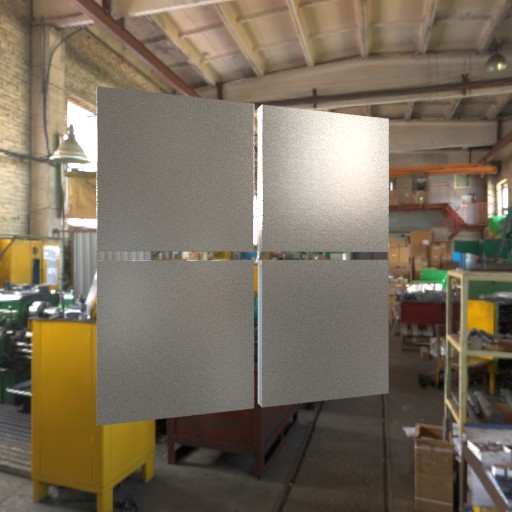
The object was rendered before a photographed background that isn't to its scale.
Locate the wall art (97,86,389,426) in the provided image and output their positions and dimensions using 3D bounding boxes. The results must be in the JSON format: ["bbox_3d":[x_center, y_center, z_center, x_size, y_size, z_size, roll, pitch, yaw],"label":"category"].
[{"bbox_3d":[0.000,0.000,0.905,0.611,0.611,0.029,0,0,-18],"label":"wall art"}]
